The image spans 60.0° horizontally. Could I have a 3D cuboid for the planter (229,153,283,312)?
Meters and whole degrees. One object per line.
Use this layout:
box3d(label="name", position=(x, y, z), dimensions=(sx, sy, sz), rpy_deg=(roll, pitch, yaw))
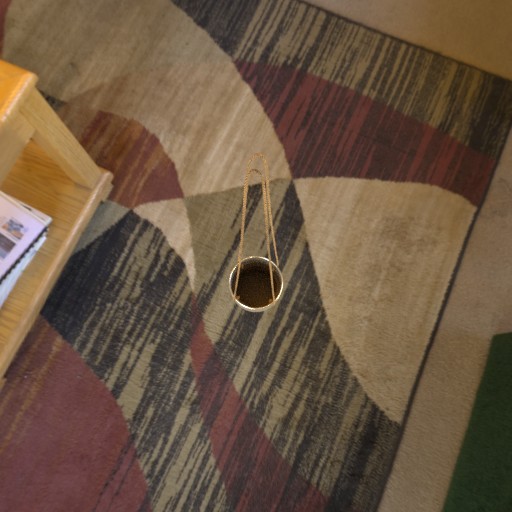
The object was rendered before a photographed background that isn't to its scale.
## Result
box3d(label="planter", position=(0.000, 0.000, 1.163), dimensions=(0.187, 1.073, 0.187), rpy_deg=(6, 76, 1))
